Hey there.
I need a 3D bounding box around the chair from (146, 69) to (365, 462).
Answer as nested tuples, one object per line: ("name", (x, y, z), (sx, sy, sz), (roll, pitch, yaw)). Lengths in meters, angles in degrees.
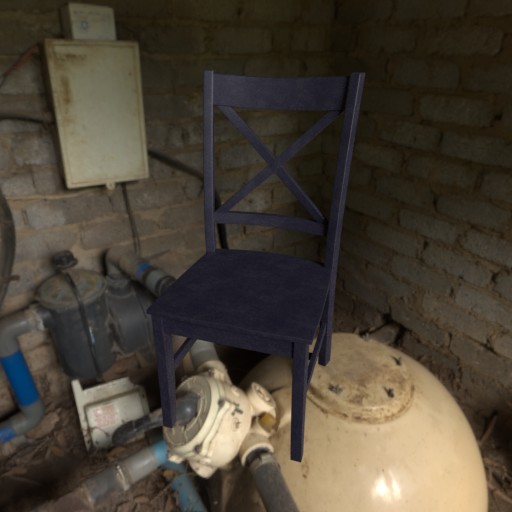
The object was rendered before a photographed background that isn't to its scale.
("chair", (0.000, 0.000, 1.309), (0.485, 0.983, 0.542), (8, 27, 16))
